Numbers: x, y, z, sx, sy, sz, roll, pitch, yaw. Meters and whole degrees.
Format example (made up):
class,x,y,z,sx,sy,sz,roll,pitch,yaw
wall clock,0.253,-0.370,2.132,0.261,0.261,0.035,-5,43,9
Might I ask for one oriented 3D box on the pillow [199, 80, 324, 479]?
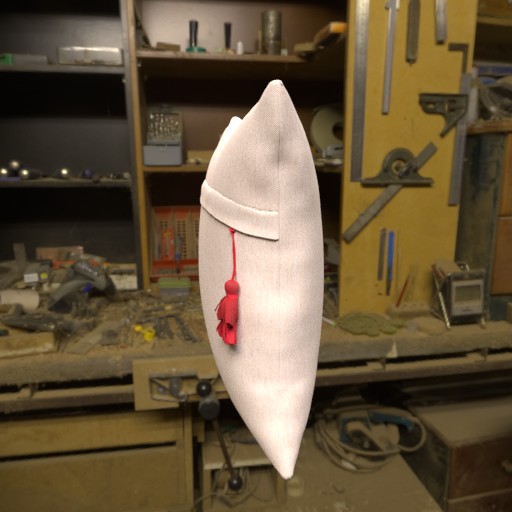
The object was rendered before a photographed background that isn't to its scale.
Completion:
class,x,y,z,sx,sy,sz,roll,pitch,yaw
pillow,0.000,0.000,0.671,0.173,0.436,0.433,-2,13,-8
